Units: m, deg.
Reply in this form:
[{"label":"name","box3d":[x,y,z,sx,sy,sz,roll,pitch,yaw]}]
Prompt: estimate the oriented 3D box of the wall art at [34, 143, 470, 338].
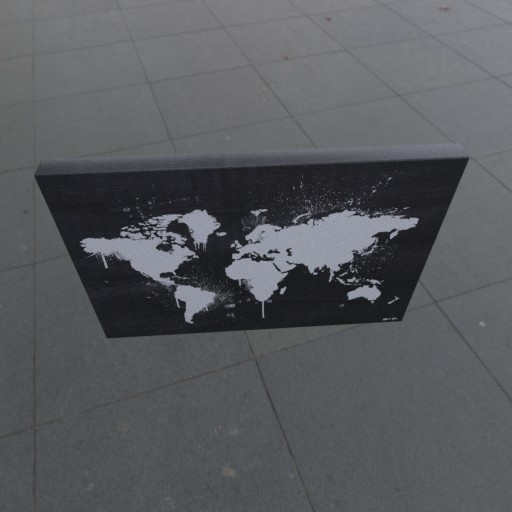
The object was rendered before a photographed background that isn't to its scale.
[{"label":"wall art","box3d":[0.000,0.000,0.778,0.610,0.409,0.038,-3,47,-3]}]
